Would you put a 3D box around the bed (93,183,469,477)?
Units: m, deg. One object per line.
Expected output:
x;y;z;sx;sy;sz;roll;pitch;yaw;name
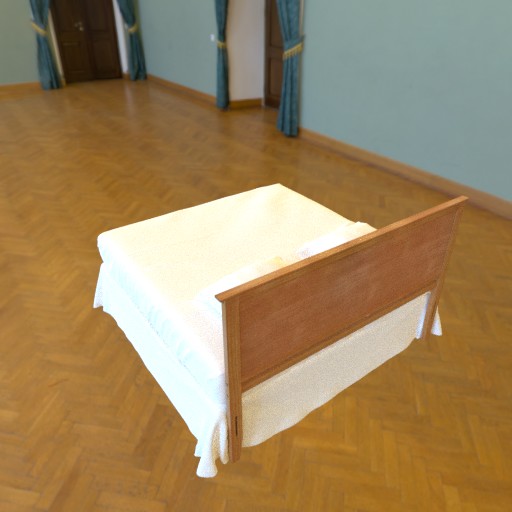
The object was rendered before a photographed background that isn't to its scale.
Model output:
0.000;0.000;3.602;2.317;1.270;2.215;-20;37;-30;bed
